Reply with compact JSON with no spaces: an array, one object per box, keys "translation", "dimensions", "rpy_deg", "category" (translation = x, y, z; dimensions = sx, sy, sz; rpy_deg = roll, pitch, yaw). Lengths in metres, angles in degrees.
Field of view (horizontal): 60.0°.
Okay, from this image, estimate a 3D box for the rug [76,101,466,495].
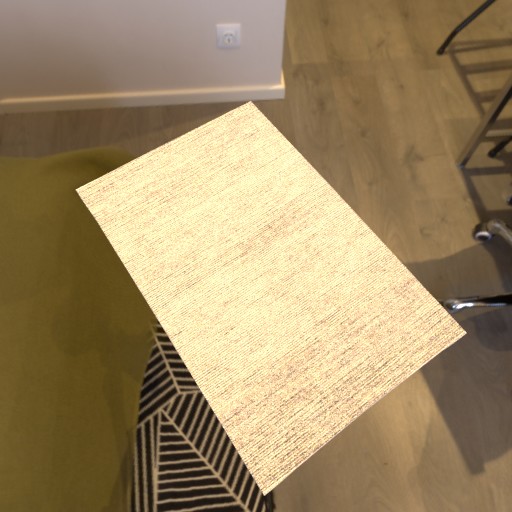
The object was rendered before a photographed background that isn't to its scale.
[{"translation":[0.000,0.000,2.214],"dimensions":[1.149,0.021,1.773],"rpy_deg":[-32,68,-15],"category":"rug"}]
